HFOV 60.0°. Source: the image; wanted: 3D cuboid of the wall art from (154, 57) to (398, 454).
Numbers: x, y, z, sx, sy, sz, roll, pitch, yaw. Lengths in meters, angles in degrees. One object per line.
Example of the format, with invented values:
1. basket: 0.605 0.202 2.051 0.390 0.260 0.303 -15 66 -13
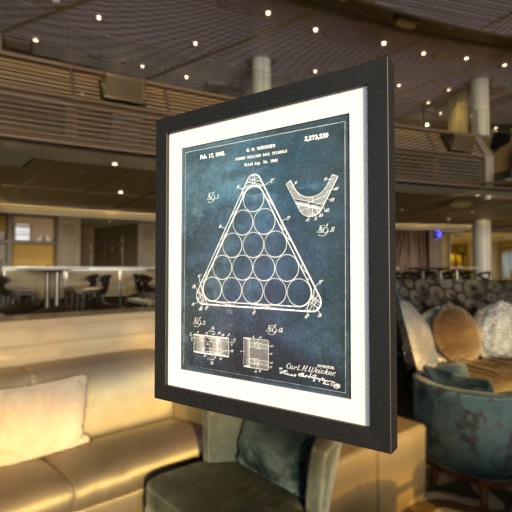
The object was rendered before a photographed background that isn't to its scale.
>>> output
1. wall art: 0.000 0.000 0.699 0.432 0.508 0.025 -1 -2 35
